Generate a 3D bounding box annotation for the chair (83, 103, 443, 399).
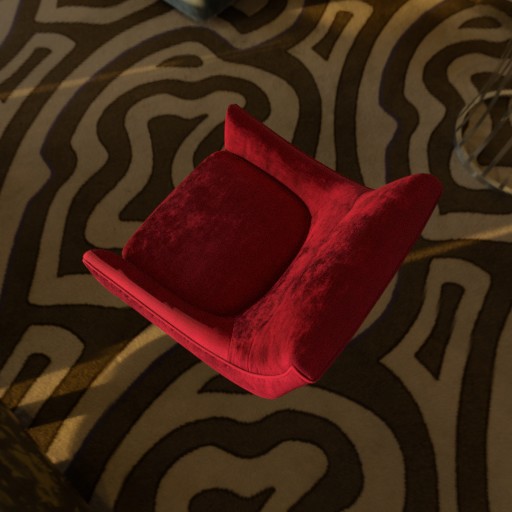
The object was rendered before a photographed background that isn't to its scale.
[{"bbox_3d":[0.000,0.000,1.481,0.787,0.838,0.762,34,70,14],"label":"chair"}]
